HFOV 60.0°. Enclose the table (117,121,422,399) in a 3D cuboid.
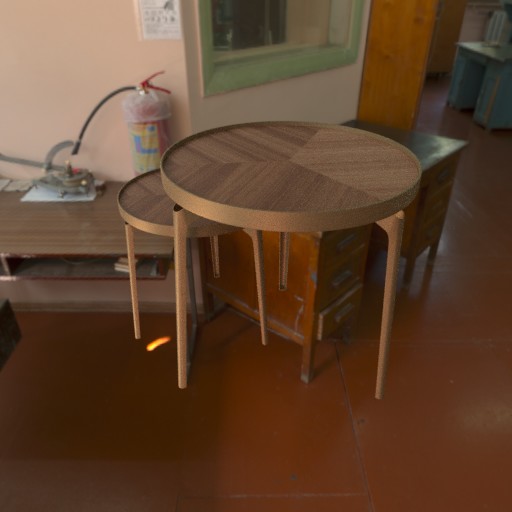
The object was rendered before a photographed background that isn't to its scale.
[{"bbox_3d":[0.000,0.000,1.114,0.751,0.555,0.532,20,37,28],"label":"table"}]
